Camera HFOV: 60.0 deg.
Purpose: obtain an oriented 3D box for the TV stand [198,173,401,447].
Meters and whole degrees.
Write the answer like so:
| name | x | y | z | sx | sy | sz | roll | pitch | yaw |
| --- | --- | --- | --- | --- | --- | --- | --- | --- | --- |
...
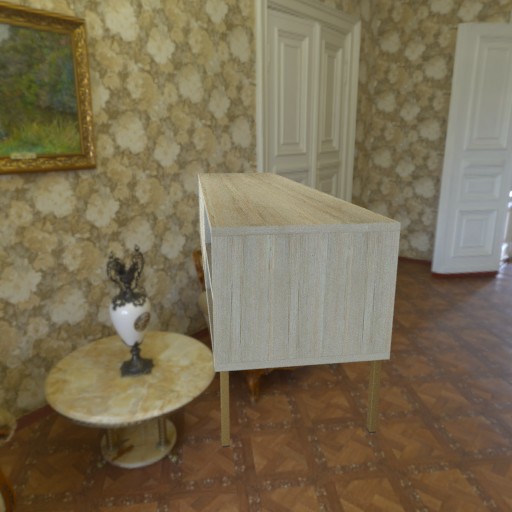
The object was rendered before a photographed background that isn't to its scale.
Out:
| name | x | y | z | sx | sy | sz | roll | pitch | yaw |
| --- | --- | --- | --- | --- | --- | --- | --- | --- | --- |
| TV stand | 0.000 | 0.000 | 1.791 | 0.420 | 0.550 | 1.600 | -2 | 15 | -8 |
